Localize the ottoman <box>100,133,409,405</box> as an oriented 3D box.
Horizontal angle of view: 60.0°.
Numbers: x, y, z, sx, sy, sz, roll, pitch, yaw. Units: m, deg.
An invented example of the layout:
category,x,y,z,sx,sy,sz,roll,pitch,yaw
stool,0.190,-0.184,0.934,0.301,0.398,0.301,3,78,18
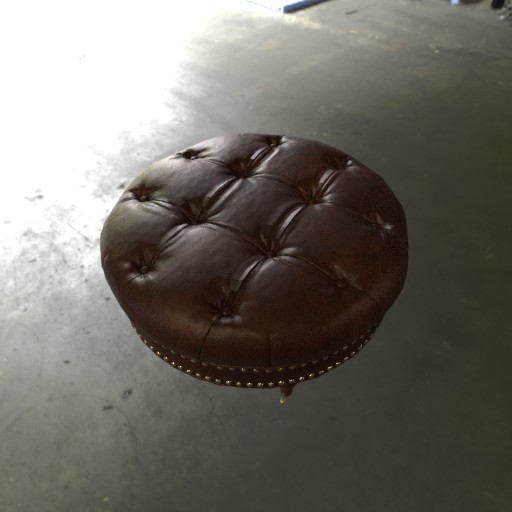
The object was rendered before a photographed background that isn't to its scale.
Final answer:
category,x,y,z,sx,sy,sz,roll,pitch,yaw
ottoman,0.000,0.000,1.396,0.901,0.455,0.901,0,46,0
